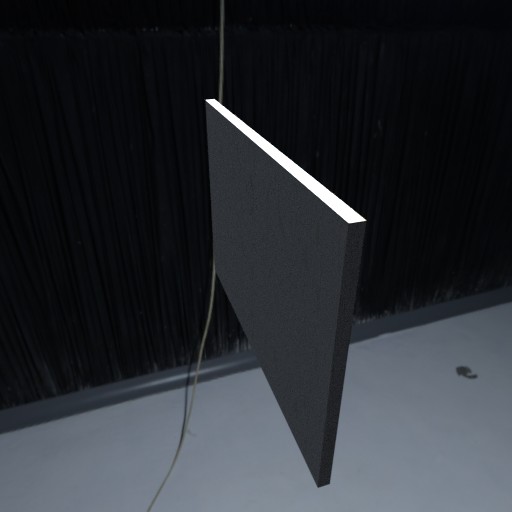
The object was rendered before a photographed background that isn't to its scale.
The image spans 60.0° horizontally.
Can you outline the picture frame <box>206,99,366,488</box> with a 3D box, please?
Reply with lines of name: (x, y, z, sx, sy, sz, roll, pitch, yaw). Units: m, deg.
picture frame: (0.000, 0.000, 1.200, 0.029, 0.640, 0.950, -9, 31, -16)
